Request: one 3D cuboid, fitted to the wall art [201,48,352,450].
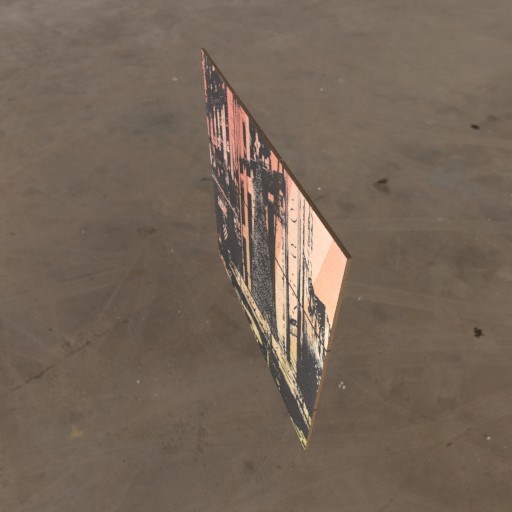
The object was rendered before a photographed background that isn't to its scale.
[{"bbox_3d":[0.000,0.000,1.835,0.013,1.216,1.216,-16,49,-14],"label":"wall art"}]
